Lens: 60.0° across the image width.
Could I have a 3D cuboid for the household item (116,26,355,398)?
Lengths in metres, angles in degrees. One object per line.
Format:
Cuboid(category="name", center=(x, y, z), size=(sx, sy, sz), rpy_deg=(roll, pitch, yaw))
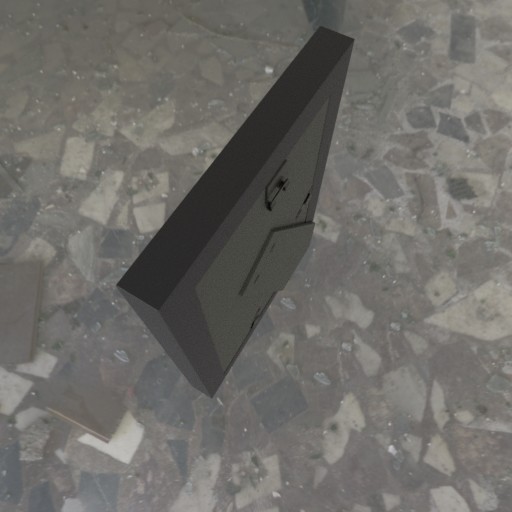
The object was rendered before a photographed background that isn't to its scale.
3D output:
Cuboid(category="household item", center=(0.000, 0.000, 0.234), size=(0.022, 0.178, 0.133), rpy_deg=(28, 68, 13))
